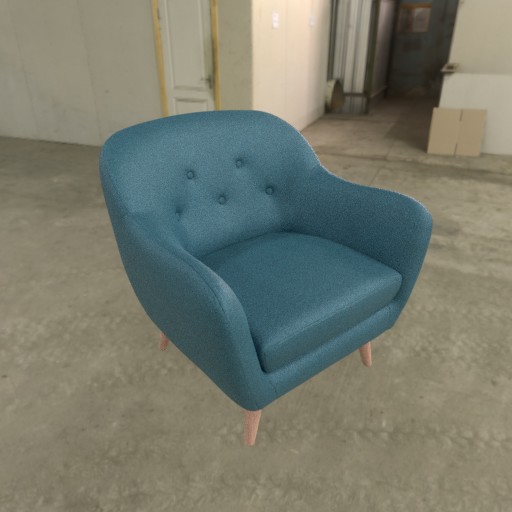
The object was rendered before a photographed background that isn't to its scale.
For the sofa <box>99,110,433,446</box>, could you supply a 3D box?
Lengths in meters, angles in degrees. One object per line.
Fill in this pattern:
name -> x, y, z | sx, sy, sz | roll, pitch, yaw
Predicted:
sofa -> 0.000, 0.000, 1.500 | 0.836, 0.817, 0.825 | -21, 35, -33
